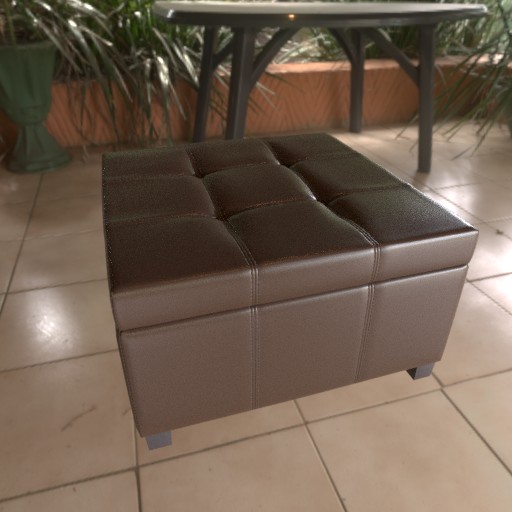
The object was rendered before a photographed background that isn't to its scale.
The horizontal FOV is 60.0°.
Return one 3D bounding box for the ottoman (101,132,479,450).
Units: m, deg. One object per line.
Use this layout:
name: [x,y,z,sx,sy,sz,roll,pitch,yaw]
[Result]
ottoman: [0.000,0.000,1.279,0.787,0.460,0.788,-9,33,-15]
